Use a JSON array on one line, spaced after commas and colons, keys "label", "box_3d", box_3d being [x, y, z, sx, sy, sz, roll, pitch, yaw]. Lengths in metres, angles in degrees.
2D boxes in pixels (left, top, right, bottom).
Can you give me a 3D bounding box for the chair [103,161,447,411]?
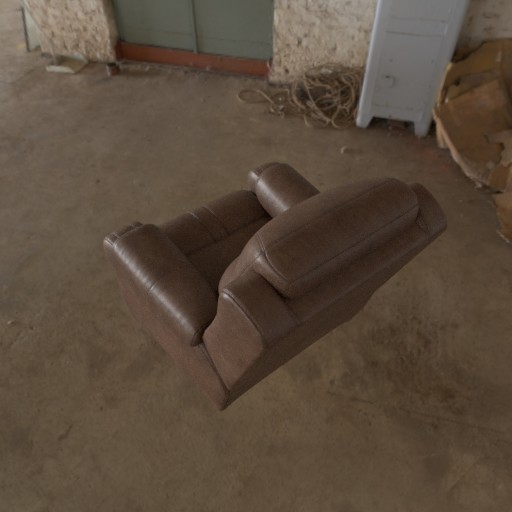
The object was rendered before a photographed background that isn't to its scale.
[{"label": "chair", "box_3d": [0.000, 0.000, 1.800, 0.940, 0.990, 1.067, -29, 52, -25]}]
